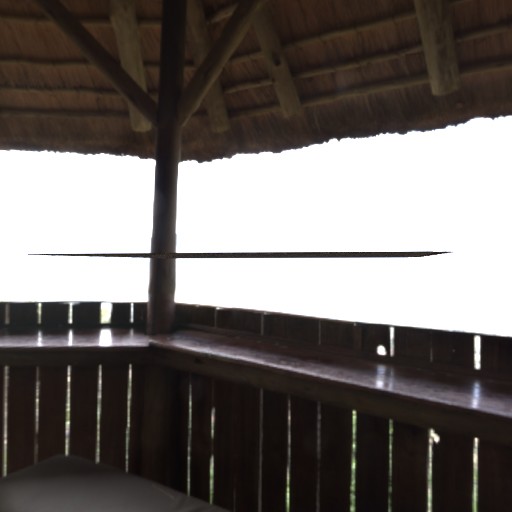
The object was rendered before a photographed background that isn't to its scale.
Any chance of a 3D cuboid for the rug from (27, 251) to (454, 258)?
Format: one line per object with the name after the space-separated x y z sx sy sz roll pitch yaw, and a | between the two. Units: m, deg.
0.000 0.000 4.396 3.291 0.017 2.431 0 -1 15 | rug
